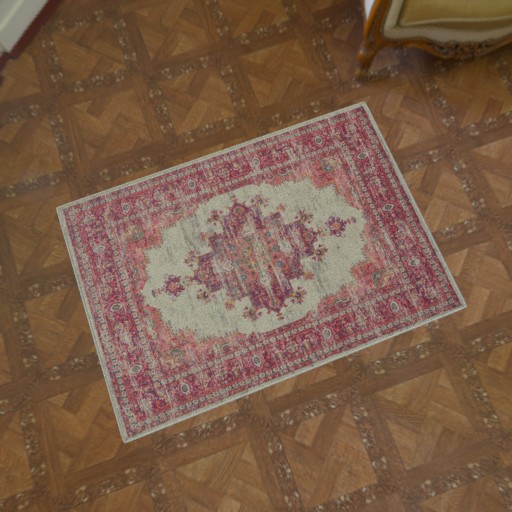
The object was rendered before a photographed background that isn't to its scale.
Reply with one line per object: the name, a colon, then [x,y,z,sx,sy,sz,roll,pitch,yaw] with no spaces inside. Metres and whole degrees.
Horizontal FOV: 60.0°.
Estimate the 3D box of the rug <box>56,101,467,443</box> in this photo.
rug: [0.000,0.000,3.664,2.878,0.014,2.005,-20,77,-5]
